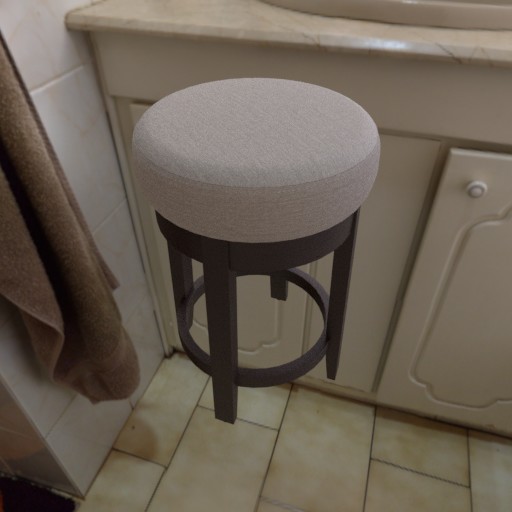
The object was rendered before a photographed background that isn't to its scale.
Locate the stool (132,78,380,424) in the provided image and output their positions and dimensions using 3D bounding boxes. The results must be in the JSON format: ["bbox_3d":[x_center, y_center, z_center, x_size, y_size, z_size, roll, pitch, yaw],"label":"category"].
[{"bbox_3d":[0.000,0.000,0.981,0.443,0.672,0.443,0,40,0],"label":"stool"}]
